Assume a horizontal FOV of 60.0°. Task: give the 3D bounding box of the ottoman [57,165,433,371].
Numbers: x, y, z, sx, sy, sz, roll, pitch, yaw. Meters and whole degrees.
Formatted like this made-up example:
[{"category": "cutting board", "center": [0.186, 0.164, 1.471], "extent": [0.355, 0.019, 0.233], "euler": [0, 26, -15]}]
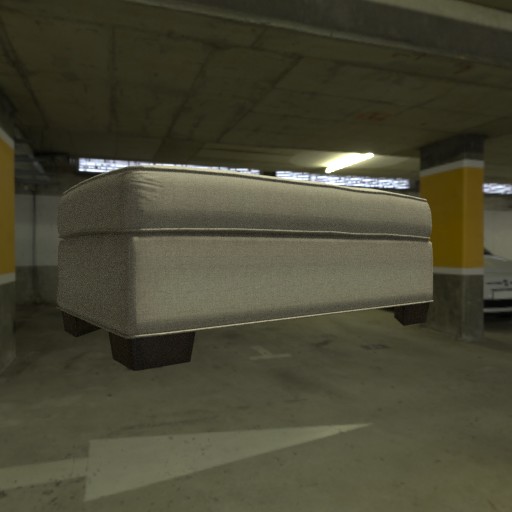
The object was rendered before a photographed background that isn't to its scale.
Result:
[{"category": "ottoman", "center": [0.000, 0.000, 1.451], "extent": [1.097, 0.461, 0.617], "euler": [-1, 1, -37]}]
